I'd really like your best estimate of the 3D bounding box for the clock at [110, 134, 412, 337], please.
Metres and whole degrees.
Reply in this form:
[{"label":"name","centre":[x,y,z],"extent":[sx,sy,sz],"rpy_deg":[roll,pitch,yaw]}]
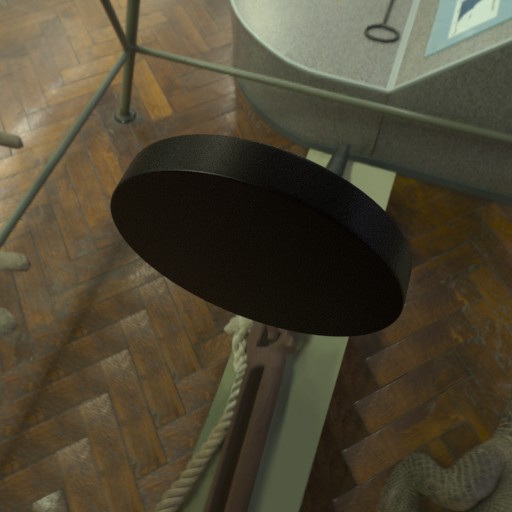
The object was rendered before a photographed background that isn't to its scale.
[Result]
[{"label":"clock","centre":[0.000,0.000,0.474],"extent":[0.314,0.314,0.040],"rpy_deg":[18,64,9]}]
